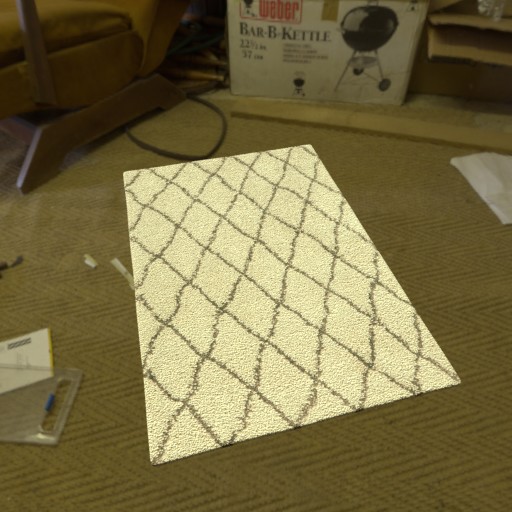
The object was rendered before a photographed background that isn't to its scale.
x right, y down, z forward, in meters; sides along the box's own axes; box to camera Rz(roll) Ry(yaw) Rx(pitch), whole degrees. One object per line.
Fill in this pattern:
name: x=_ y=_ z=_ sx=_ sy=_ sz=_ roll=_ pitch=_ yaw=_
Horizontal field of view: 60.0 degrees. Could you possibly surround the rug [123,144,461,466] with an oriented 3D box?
rug: x=0.000 y=0.000 z=2.238 sx=1.219 sy=0.030 sz=1.778 roll=-11 pitch=47 yaw=-10
